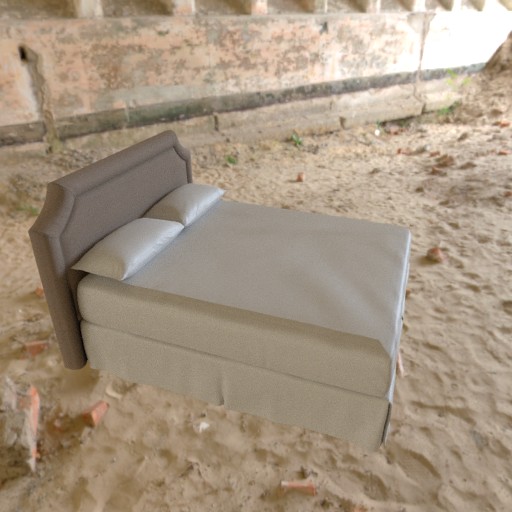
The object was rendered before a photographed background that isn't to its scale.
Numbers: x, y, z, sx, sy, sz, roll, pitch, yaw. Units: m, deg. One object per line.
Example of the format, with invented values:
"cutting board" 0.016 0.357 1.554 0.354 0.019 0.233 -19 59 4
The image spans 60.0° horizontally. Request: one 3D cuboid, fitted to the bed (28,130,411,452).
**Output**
"bed" 0.000 0.000 3.167 2.164 1.303 1.828 10 31 18
